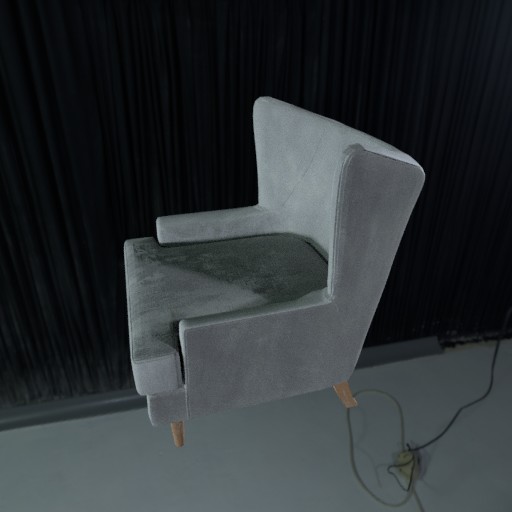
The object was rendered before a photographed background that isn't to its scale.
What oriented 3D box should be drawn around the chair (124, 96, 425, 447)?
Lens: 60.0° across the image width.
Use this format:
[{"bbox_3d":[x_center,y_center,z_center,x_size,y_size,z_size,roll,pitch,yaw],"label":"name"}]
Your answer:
[{"bbox_3d":[0.000,0.000,1.566,0.906,0.950,0.784,-8,30,-14],"label":"chair"}]
